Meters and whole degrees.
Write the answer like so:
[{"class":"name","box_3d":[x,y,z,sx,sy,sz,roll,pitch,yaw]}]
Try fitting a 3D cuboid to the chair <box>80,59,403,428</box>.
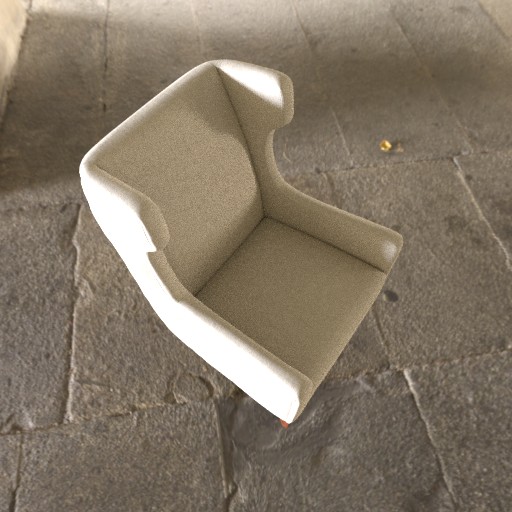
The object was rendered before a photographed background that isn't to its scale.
[{"class":"chair","box_3d":[0.000,0.000,1.693,0.899,1.079,0.778,31,63,18]}]
